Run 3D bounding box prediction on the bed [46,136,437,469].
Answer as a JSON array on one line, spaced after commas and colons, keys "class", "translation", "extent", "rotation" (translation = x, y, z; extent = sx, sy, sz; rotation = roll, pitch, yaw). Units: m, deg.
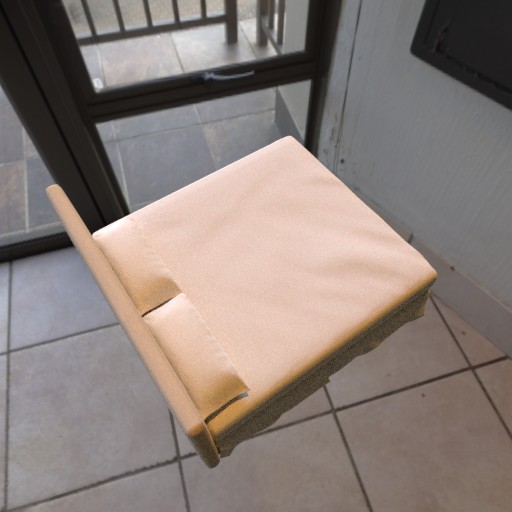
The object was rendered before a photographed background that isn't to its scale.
[{"class": "bed", "translation": [0.000, 0.000, 3.587], "extent": [2.319, 1.317, 2.119], "rotation": [-30, 62, -18]}]
